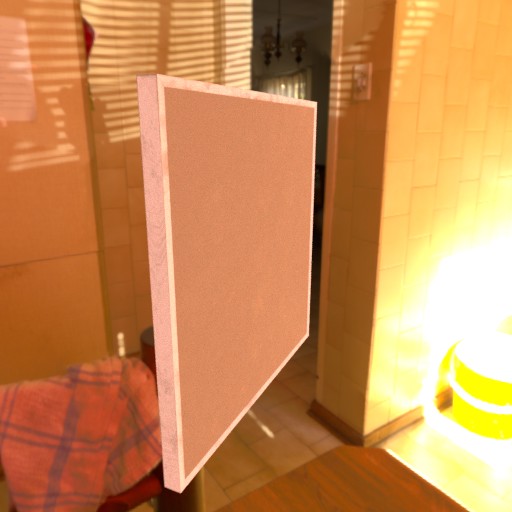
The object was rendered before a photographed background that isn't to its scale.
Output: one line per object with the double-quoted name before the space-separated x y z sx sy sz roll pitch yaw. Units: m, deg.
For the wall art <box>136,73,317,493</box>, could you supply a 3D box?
"wall art" 0.000 0.000 1.094 0.038 0.757 0.760 7 17 24
